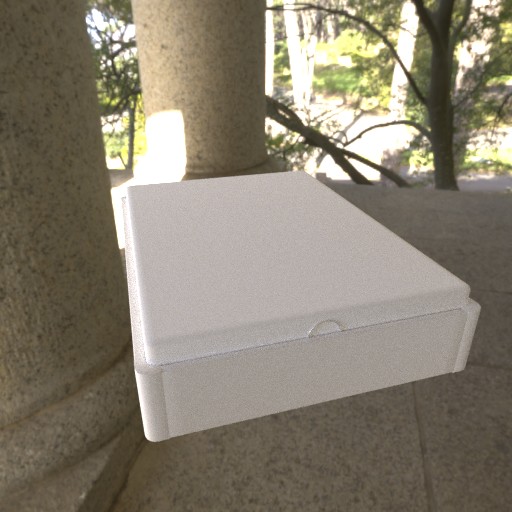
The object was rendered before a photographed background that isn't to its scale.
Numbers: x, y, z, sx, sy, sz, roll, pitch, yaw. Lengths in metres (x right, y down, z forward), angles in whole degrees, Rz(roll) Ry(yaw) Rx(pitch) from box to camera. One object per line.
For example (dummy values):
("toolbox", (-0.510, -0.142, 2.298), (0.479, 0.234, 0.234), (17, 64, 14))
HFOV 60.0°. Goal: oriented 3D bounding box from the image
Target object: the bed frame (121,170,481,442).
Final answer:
("bed frame", (0.000, 0.000, 2.502), (1.400, 0.406, 1.900), (-8, 28, -15))
